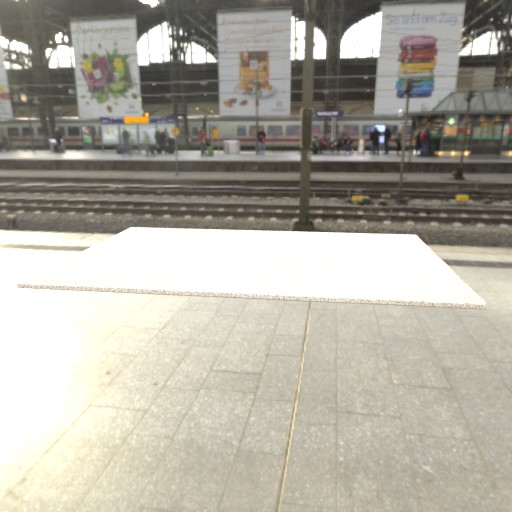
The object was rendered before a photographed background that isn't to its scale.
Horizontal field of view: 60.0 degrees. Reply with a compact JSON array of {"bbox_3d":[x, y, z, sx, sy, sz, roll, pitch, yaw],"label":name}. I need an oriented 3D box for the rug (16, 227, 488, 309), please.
[{"bbox_3d":[0.000,0.000,3.385,2.743,0.030,1.778,2,15,7],"label":"rug"}]
